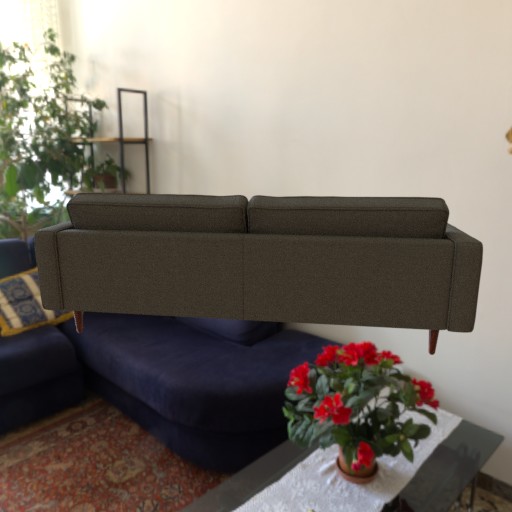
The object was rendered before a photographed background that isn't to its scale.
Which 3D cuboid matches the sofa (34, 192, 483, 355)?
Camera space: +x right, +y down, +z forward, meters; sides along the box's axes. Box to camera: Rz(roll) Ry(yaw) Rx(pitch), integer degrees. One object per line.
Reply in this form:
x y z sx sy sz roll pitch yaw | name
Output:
0.000 0.000 2.598 2.198 0.762 0.914 2 13 8 | sofa
